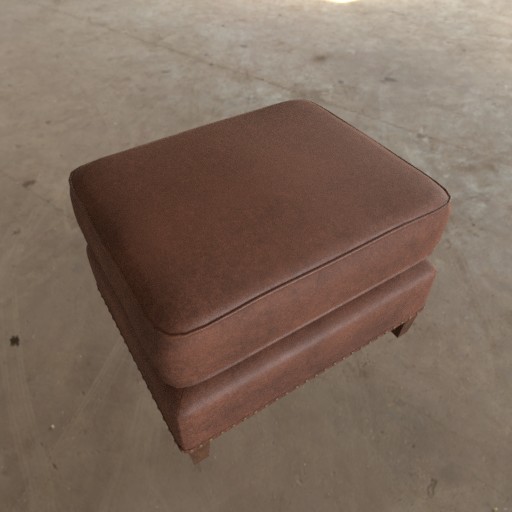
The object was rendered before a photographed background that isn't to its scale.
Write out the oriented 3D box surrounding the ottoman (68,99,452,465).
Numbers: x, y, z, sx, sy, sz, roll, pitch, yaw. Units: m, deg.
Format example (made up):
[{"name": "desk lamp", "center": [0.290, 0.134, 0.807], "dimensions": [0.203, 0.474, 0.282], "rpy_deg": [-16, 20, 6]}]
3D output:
[{"name": "ottoman", "center": [0.000, 0.000, 1.131], "dimensions": [0.738, 0.537, 0.589], "rpy_deg": [-24, 51, -22]}]
